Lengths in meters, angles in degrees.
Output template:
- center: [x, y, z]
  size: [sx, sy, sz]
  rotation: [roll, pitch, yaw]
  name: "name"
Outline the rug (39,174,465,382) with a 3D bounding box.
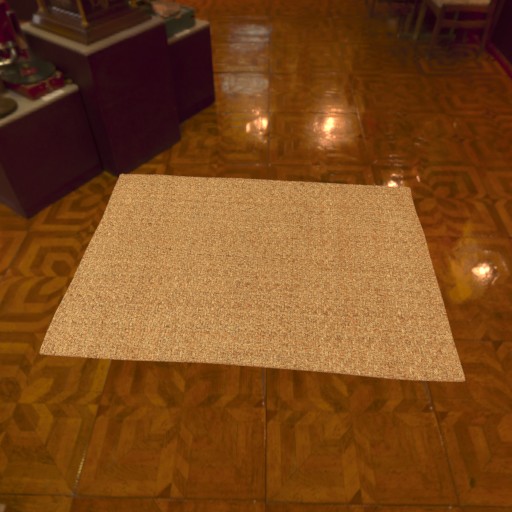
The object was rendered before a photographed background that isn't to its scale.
- center: [0.000, 0.000, 2.728]
  size: [2.141, 0.013, 1.566]
  rotation: [3, 47, 2]
  name: "rug"
